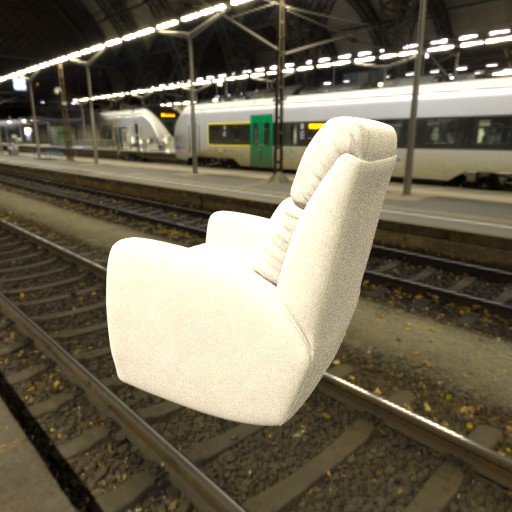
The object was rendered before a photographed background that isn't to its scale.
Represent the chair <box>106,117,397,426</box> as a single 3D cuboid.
[{"bbox_3d":[0.000,0.000,1.732,0.941,1.015,0.812,7,17,25],"label":"chair"}]
